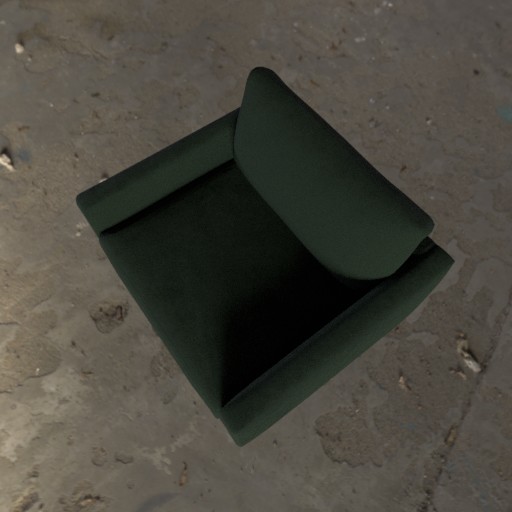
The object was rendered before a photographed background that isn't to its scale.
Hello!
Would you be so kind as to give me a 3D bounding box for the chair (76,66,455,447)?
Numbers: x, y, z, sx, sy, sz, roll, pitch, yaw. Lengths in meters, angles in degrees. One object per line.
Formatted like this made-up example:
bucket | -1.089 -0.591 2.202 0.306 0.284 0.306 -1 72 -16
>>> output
chair | 0.000 0.000 1.591 0.866 0.861 0.963 -34 68 -16
